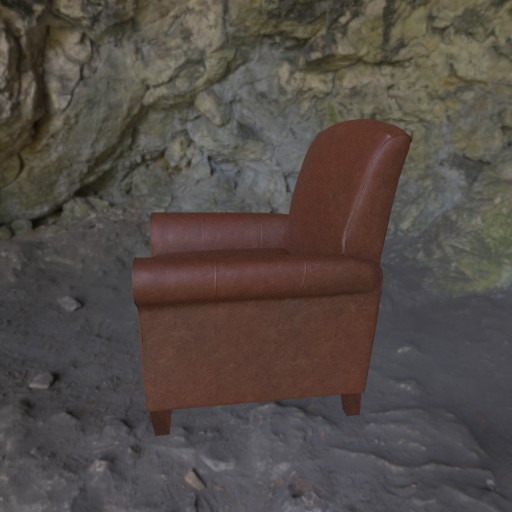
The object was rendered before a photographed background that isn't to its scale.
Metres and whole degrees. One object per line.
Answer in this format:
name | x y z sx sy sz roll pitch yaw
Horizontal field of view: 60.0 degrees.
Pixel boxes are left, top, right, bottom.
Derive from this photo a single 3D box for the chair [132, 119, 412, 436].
chair | 0.000 0.000 1.790 0.902 1.061 0.978 -2 15 -9
